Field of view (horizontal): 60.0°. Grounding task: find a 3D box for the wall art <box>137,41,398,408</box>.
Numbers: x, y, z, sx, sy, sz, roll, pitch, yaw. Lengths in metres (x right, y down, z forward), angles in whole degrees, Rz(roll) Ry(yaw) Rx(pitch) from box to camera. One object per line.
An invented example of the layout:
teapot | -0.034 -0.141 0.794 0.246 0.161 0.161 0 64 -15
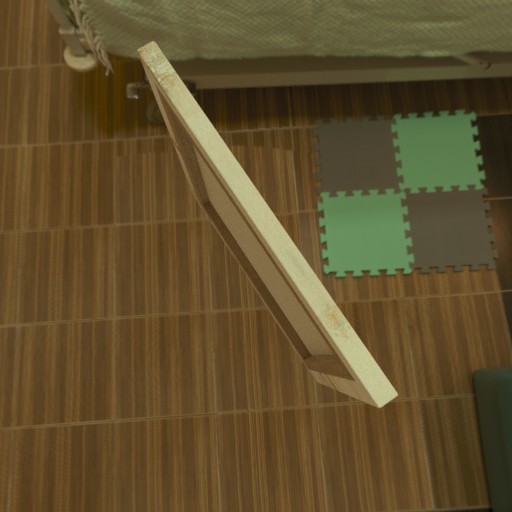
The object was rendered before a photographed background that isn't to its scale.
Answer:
wall art | 0.000 0.000 1.120 0.038 0.755 0.753 -32 79 -7
